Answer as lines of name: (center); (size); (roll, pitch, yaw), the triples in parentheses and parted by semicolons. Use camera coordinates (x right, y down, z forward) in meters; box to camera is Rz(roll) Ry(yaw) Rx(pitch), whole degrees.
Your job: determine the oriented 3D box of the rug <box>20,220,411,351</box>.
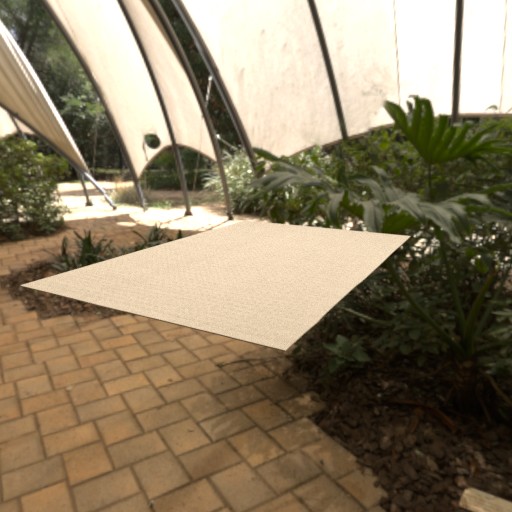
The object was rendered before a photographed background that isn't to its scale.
rug: (0.000, 0.000, 2.893); (1.523, 0.006, 2.289); (8, 16, 28)
